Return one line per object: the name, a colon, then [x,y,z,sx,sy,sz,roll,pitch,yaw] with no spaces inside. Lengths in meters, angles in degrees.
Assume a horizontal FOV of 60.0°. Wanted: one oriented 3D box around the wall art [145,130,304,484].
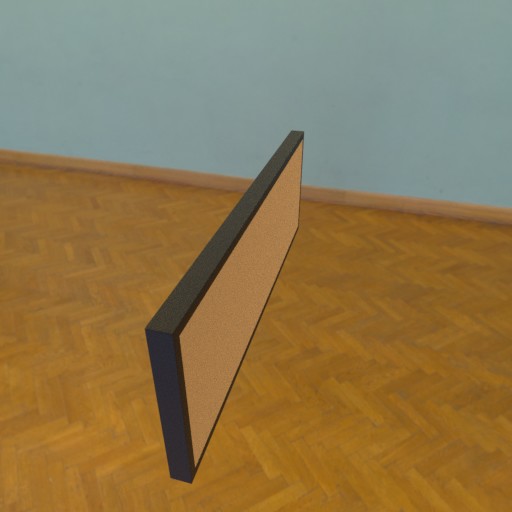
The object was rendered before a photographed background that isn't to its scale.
wall art: [0.000,0.000,0.956,0.037,0.303,0.860,8,33,13]
